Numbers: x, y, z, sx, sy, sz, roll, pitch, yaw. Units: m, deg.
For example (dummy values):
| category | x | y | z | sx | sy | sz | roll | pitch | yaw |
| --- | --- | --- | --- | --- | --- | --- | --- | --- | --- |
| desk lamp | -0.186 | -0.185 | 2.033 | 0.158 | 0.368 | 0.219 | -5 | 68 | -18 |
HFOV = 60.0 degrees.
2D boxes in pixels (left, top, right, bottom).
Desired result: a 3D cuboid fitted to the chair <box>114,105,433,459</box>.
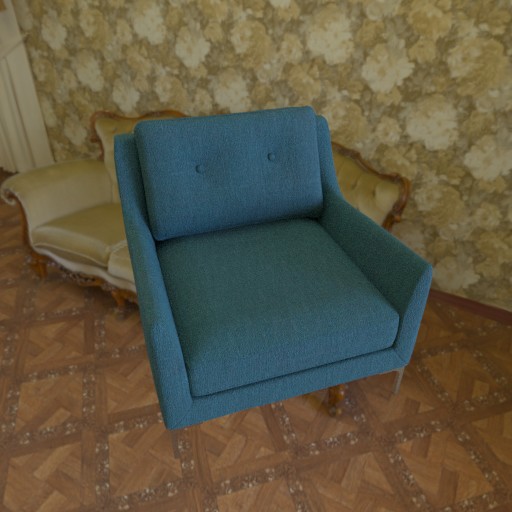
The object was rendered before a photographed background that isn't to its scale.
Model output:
| category | x | y | z | sx | sy | sz | roll | pitch | yaw |
| --- | --- | --- | --- | --- | --- | --- | --- | --- | --- |
| chair | 0.000 | 0.000 | 1.559 | 0.847 | 0.828 | 0.849 | -10 | 35 | -15 |
